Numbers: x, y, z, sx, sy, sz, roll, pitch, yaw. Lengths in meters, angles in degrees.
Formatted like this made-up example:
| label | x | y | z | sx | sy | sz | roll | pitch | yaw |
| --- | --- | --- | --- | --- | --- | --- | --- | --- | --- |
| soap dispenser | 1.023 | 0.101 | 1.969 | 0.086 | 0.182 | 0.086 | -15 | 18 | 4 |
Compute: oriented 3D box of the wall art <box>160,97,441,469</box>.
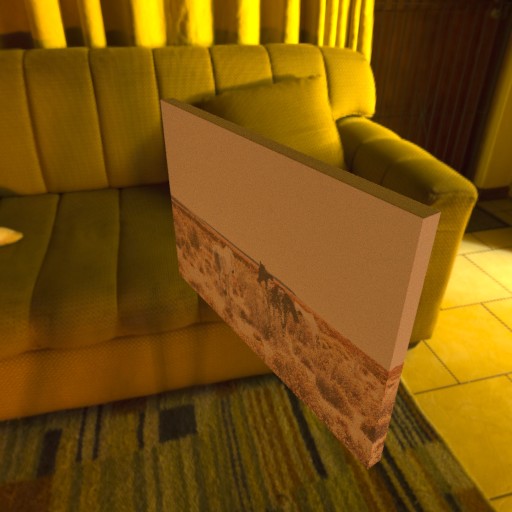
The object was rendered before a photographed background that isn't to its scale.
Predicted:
| label | x | y | z | sx | sy | sz | roll | pitch | yaw |
| --- | --- | --- | --- | --- | --- | --- | --- | --- | --- |
| wall art | 0.000 | 0.000 | 1.409 | 0.051 | 0.761 | 1.138 | -20 | 37 | -29 |
